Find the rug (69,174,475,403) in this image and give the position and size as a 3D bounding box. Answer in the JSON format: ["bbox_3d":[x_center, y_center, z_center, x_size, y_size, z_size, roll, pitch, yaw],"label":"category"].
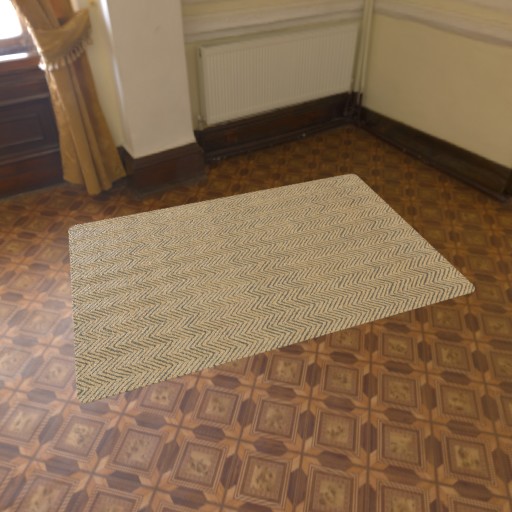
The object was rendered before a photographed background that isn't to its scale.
[{"bbox_3d":[0.000,0.000,2.216,1.752,0.008,1.144,-13,41,-15],"label":"rug"}]
